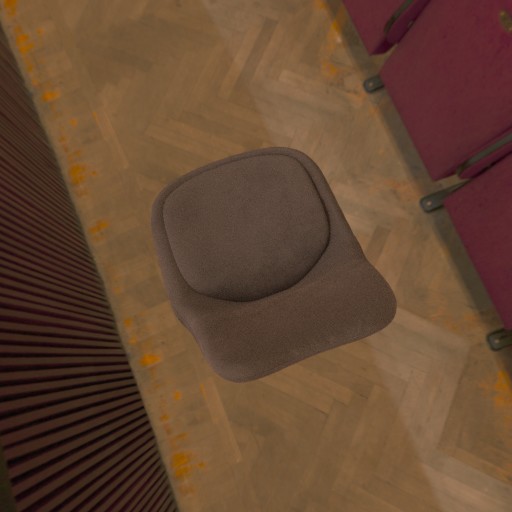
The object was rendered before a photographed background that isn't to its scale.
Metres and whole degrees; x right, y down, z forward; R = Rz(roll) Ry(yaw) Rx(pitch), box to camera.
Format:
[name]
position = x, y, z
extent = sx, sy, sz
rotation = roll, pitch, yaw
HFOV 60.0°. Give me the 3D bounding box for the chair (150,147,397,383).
[chair]
position = 0.000, 0.000, 1.157
extent = 0.476, 0.850, 0.550
rotation = -20, 78, -4
